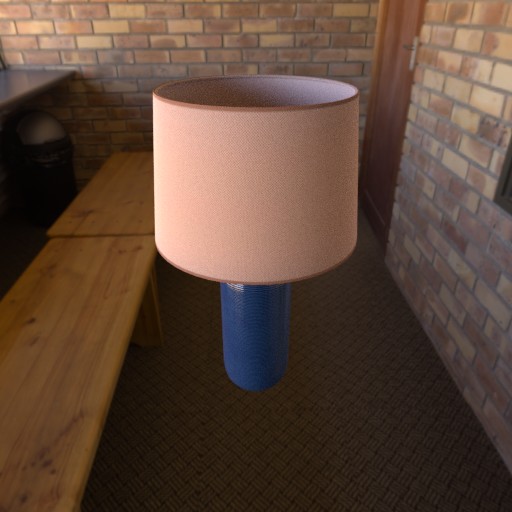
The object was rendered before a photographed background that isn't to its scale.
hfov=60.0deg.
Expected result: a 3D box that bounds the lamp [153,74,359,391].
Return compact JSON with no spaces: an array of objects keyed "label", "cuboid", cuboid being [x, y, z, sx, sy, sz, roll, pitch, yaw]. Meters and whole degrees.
[{"label":"lamp","cuboid":[0.000,0.000,0.848,0.367,0.609,0.367,0,29,0]}]
